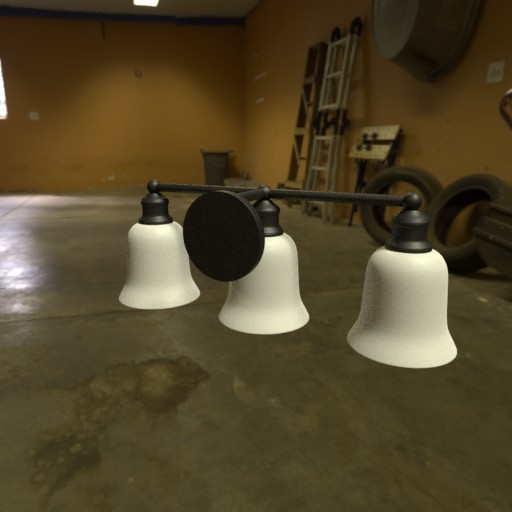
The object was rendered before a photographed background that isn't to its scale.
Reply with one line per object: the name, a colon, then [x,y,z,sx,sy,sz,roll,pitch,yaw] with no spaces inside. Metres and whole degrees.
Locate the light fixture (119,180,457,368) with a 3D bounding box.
light fixture: [0.000,0.000,0.664,0.570,0.211,0.198,7,16,27]
